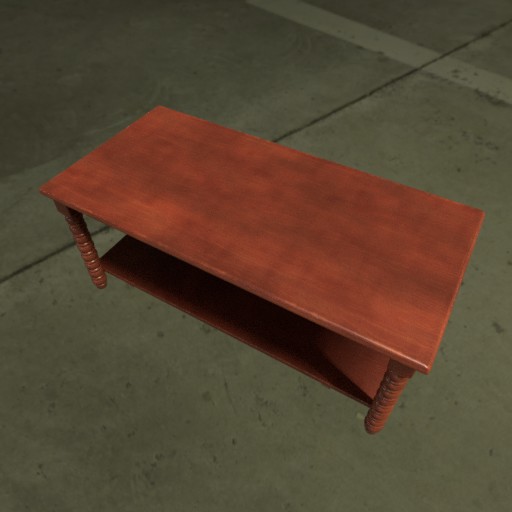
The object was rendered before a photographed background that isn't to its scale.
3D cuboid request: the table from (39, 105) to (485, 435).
[{"bbox_3d":[0.000,0.000,1.457,1.171,0.485,0.580,23,52,20],"label":"table"}]
